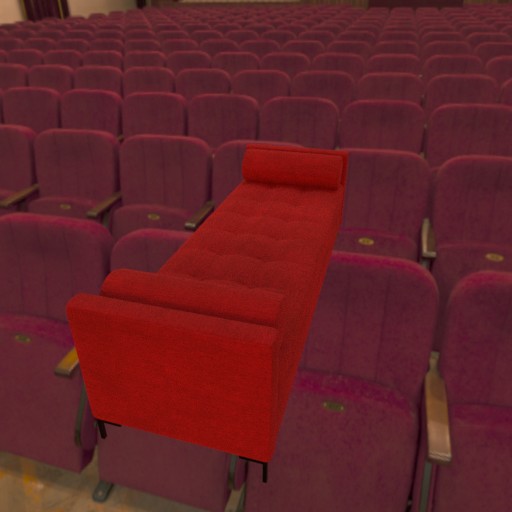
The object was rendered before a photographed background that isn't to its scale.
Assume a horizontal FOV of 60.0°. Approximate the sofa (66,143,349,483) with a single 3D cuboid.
[{"bbox_3d":[0.000,0.000,2.276,0.686,0.635,1.981,8,30,14],"label":"sofa"}]
